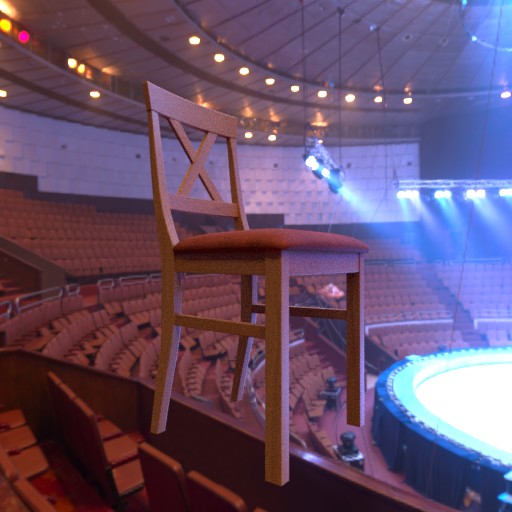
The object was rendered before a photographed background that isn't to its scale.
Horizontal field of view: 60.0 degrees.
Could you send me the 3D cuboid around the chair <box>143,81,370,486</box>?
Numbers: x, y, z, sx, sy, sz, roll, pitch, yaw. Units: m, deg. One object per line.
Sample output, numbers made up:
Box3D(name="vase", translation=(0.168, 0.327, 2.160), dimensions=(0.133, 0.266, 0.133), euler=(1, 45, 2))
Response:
Box3D(name="chair", translation=(0.000, 0.000, 1.172), dimensions=(0.492, 0.912, 0.439), euler=(0, -1, 37))
